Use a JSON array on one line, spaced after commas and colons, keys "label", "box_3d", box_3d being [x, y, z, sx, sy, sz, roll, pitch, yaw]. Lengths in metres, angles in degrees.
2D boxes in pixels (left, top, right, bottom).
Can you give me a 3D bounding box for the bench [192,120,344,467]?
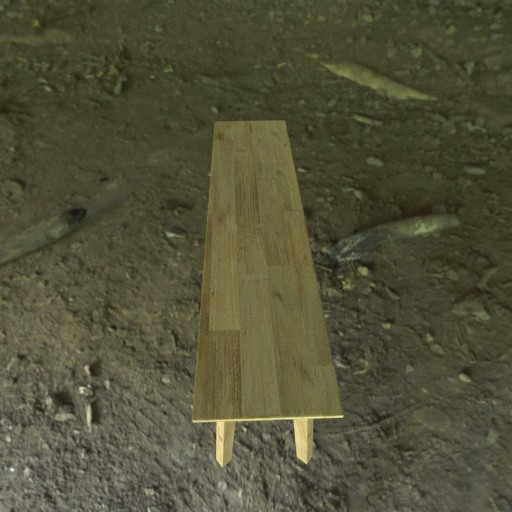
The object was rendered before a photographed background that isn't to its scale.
[{"label": "bench", "box_3d": [0.000, 0.000, 1.876, 0.378, 0.431, 1.698, -1, 42, -2]}]
